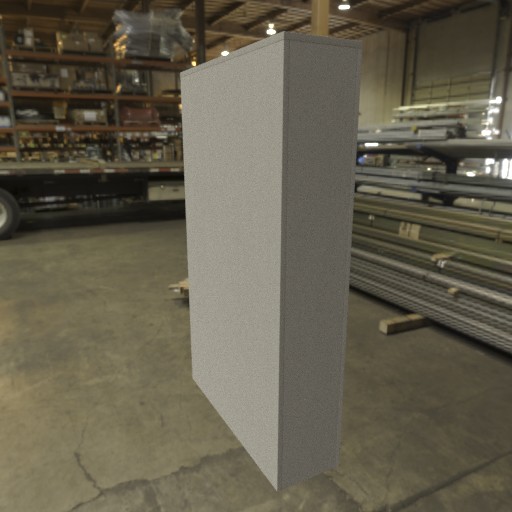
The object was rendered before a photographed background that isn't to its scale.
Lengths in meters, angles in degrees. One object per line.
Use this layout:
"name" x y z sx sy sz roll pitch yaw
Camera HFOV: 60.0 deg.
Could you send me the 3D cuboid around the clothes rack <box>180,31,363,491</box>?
"clothes rack" 0.000 0.000 1.564 0.250 1.280 0.750 -8 17 -27
